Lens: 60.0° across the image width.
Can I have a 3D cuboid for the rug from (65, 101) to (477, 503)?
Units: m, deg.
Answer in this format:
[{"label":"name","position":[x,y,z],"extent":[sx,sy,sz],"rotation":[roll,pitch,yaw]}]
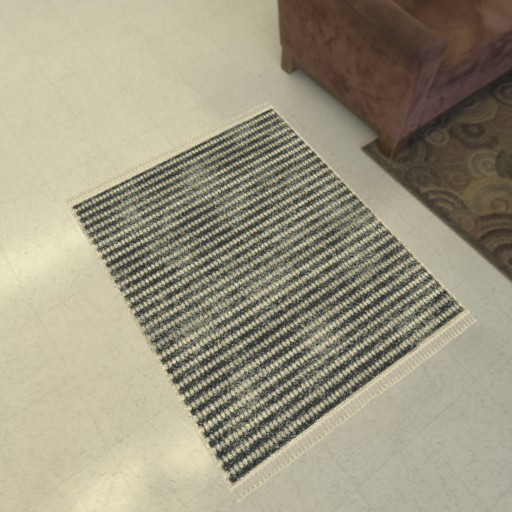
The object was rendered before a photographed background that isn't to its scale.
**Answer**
[{"label":"rug","position":[0.000,0.000,3.758],"extent":[2.256,0.013,2.910],"rotation":[-31,66,-15]}]
